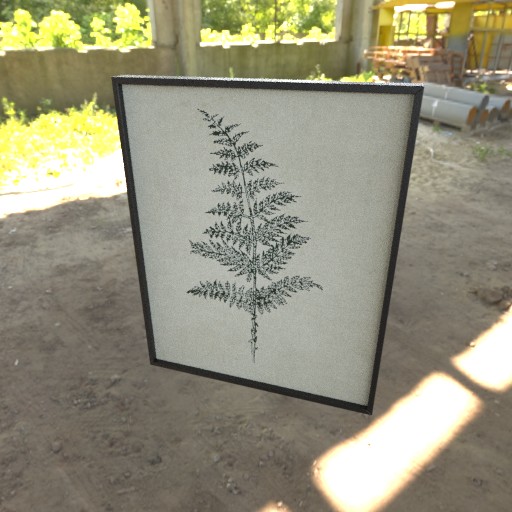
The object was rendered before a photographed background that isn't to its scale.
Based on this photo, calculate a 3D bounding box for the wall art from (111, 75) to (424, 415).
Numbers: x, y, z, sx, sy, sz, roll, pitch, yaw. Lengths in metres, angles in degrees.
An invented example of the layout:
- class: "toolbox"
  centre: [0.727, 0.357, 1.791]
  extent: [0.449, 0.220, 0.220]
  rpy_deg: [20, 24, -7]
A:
- class: "wall art"
  centre: [0.000, 0.000, 0.749]
  extent: [0.449, 0.555, 0.039]
  rpy_deg: [8, 28, 16]
